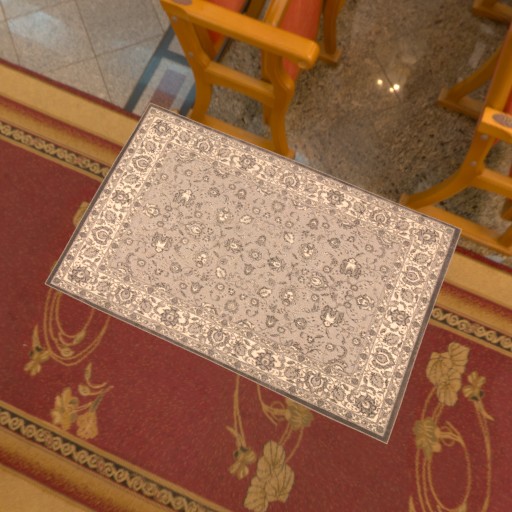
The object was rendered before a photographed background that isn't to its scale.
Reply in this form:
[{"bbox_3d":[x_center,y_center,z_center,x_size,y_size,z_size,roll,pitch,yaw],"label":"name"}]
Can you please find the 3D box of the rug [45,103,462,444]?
[{"bbox_3d":[0.000,0.000,3.015,2.438,0.011,1.524,24,76,6],"label":"rug"}]
